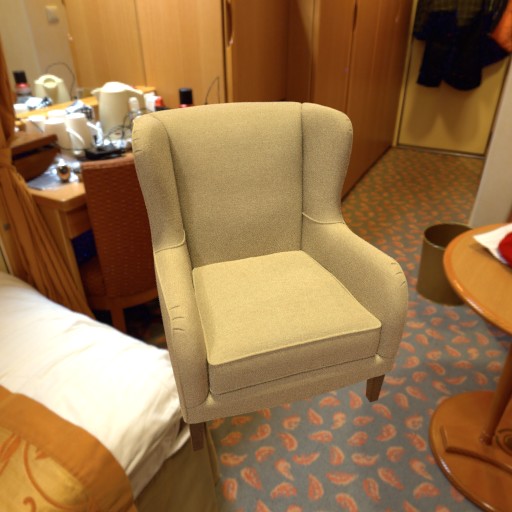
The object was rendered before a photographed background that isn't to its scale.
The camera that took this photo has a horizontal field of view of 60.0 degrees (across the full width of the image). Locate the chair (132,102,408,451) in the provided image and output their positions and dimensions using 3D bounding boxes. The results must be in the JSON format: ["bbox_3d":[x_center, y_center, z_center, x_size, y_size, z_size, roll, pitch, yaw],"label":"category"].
[{"bbox_3d":[0.000,0.000,1.794,0.838,1.040,0.966,-9,32,-15],"label":"chair"}]
